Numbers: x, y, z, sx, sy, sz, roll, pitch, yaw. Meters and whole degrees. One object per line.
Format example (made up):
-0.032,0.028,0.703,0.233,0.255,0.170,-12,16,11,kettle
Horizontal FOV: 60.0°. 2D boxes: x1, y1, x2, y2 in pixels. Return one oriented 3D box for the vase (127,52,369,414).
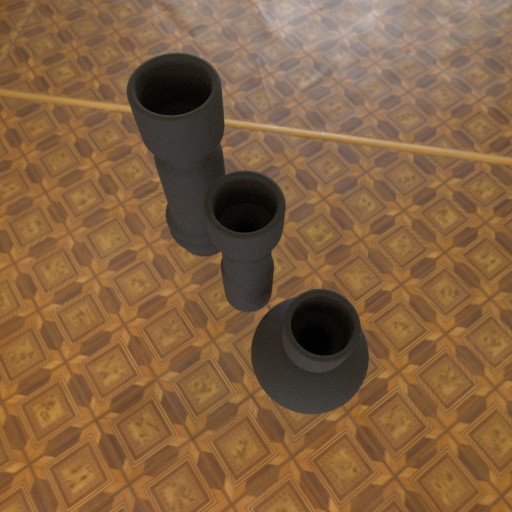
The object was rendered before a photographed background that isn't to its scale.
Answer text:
0.000,0.000,0.423,0.120,0.249,0.307,-33,69,-15,vase
